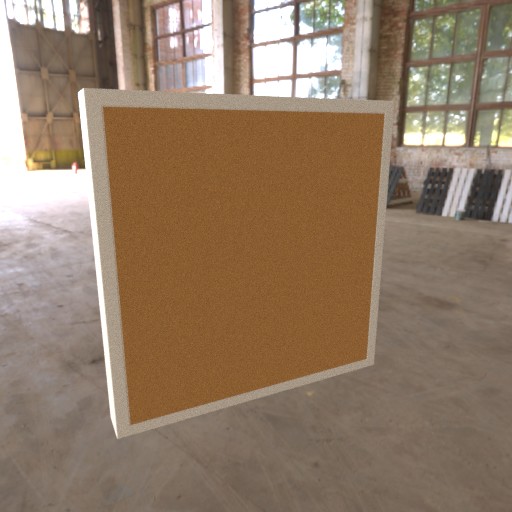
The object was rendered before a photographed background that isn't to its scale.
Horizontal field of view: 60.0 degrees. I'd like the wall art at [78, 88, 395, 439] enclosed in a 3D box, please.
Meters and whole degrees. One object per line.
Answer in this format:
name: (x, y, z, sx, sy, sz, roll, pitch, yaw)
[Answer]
wall art: (0.000, 0.000, 0.451, 0.305, 0.305, 0.037, -8, 17, -26)
